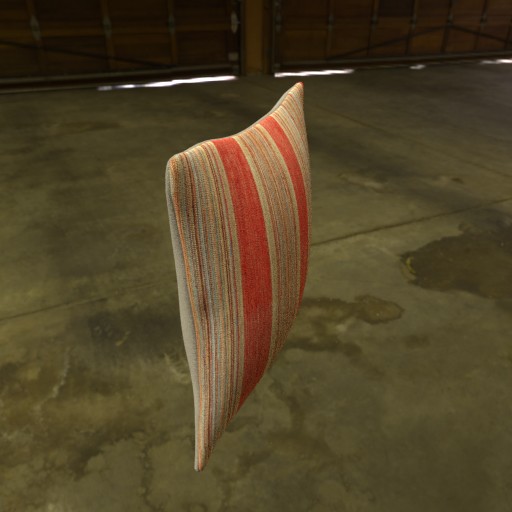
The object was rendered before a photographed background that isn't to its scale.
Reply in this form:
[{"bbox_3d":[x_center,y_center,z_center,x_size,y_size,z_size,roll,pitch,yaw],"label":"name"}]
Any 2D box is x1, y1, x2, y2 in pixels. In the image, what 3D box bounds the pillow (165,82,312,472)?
[{"bbox_3d":[0.000,0.000,0.644,0.136,0.419,0.437,10,31,17],"label":"pillow"}]
